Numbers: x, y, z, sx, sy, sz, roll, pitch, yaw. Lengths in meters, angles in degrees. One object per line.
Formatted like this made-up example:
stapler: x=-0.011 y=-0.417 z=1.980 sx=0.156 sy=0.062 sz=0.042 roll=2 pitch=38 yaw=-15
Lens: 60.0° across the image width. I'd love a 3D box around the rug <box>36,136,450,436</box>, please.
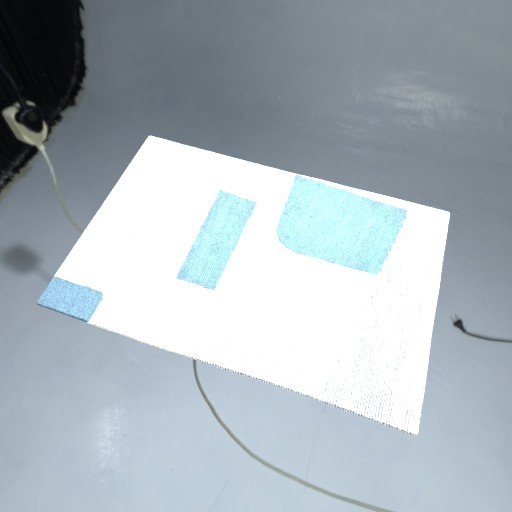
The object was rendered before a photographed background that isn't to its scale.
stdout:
rug: x=0.000 y=0.000 z=2.307 sx=1.847 sy=0.020 sz=1.238 roll=16 pitch=59 yaw=10
